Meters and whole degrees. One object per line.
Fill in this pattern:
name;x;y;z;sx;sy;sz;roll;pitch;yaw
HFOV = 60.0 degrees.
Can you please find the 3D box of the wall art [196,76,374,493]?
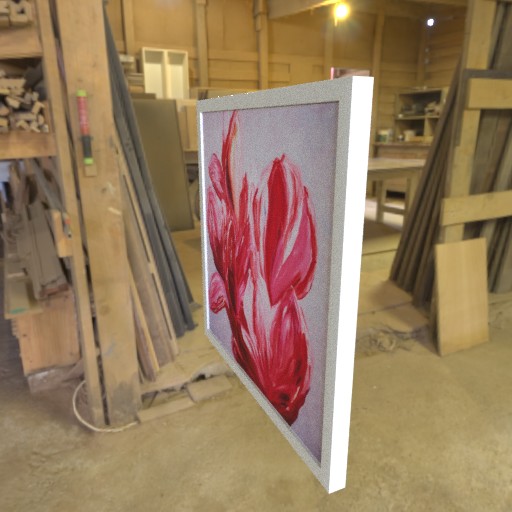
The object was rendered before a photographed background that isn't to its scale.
wall art;0.000;0.000;0.655;0.023;0.453;0.455;-7;18;-24
